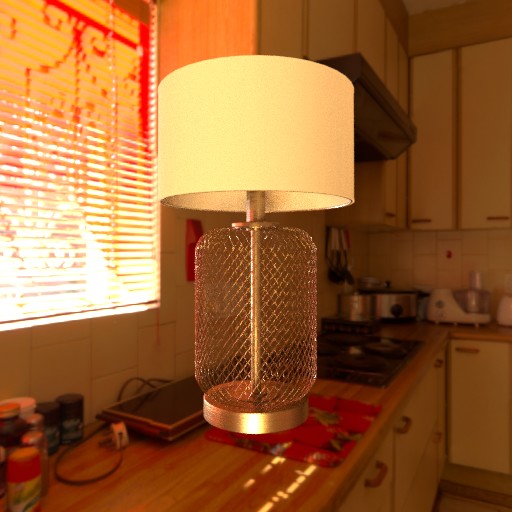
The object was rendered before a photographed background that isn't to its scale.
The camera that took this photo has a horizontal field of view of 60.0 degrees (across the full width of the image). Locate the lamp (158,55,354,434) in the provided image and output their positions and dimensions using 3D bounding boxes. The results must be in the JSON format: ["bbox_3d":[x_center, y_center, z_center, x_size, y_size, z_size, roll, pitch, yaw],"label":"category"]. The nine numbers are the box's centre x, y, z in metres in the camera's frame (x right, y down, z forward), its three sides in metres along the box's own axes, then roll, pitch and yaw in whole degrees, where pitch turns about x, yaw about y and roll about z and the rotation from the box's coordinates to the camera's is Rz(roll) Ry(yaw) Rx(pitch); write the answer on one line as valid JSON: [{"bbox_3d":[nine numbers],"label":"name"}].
[{"bbox_3d":[0.000,0.000,0.814,0.353,0.578,0.353,0,0,0],"label":"lamp"}]
